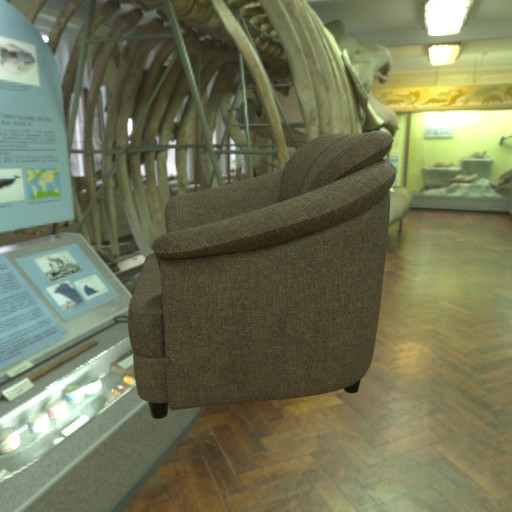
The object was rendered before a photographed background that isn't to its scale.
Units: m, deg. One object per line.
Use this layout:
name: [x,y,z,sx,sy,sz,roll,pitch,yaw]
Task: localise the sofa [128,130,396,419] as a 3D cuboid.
sofa: [0.000,0.000,1.503,0.794,0.811,0.870,-2,14,-8]
